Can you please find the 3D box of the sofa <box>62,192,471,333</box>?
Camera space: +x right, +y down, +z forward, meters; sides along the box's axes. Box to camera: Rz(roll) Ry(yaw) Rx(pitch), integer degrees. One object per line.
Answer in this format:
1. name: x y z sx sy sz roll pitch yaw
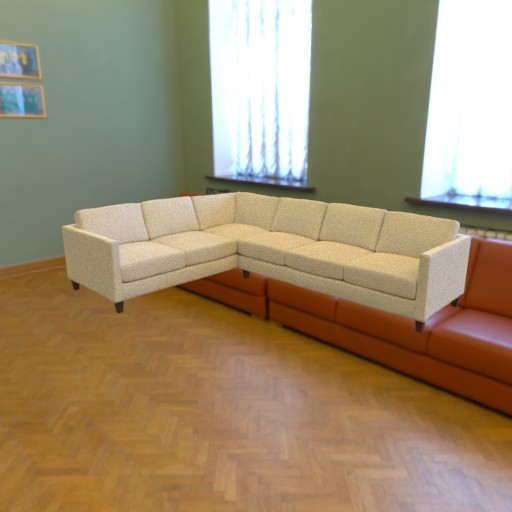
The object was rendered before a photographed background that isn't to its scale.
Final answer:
1. sofa: 0.000 0.000 4.338 3.182 0.863 2.432 14 21 42
